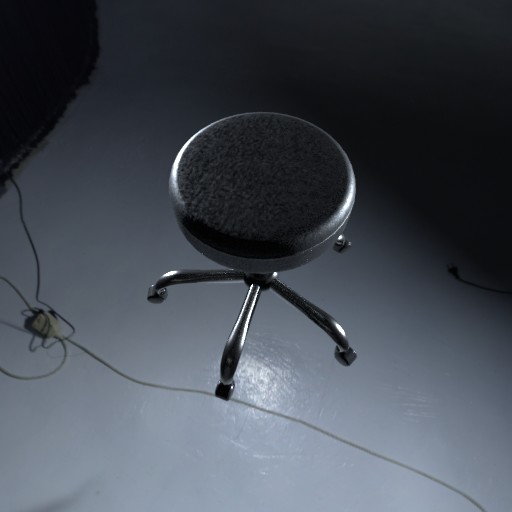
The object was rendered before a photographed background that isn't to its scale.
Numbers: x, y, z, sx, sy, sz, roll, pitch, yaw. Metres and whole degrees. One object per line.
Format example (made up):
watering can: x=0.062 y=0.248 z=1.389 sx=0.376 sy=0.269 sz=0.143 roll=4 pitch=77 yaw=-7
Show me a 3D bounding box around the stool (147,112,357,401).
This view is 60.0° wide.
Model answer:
stool: x=0.000 y=0.000 z=1.167 sx=0.673 sy=0.576 sz=0.638 roll=15 pitch=59 yaw=9
